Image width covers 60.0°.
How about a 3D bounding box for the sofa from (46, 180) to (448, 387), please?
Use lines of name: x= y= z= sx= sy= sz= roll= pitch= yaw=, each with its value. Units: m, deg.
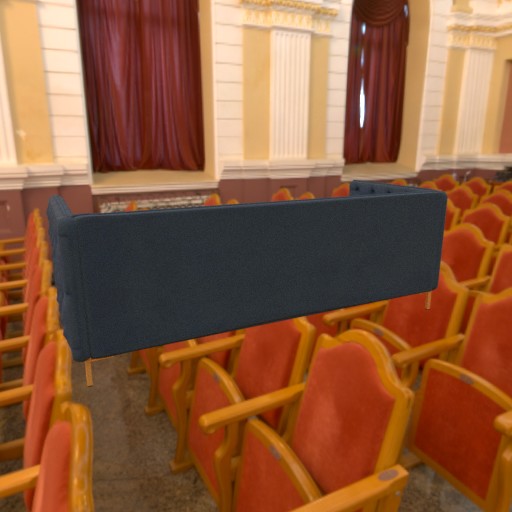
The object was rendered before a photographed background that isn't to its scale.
sofa: x=0.000 y=0.000 z=2.660 sx=2.209 sy=0.771 sz=0.895 roll=-7 pitch=16 yaw=-26
